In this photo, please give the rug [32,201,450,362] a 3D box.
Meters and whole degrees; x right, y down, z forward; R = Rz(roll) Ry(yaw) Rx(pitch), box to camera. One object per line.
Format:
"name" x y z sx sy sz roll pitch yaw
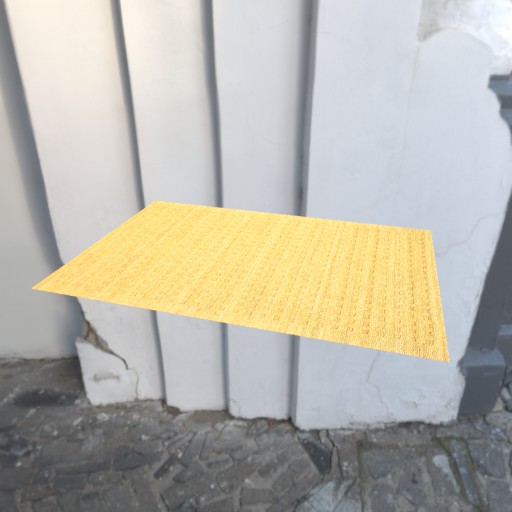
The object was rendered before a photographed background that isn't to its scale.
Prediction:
"rug" 0.000 0.000 2.960 2.286 0.006 1.524 8 28 14
